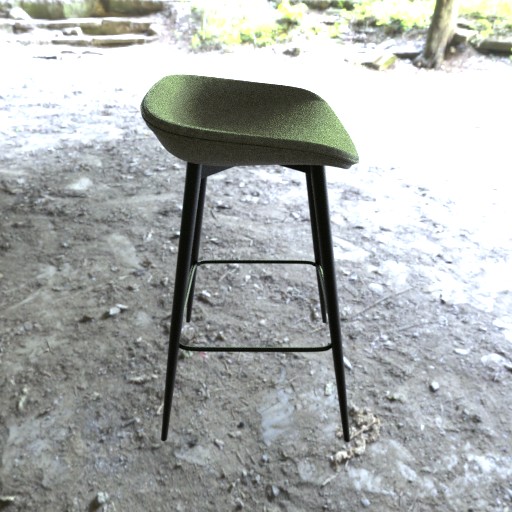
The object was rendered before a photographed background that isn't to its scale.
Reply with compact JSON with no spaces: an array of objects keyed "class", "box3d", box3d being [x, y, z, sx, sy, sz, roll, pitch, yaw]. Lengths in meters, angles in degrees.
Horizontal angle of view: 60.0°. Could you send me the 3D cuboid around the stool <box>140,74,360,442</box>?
[{"class":"stool","box3d":[0.000,0.000,1.100,0.480,0.814,0.469,0,32,0]}]
